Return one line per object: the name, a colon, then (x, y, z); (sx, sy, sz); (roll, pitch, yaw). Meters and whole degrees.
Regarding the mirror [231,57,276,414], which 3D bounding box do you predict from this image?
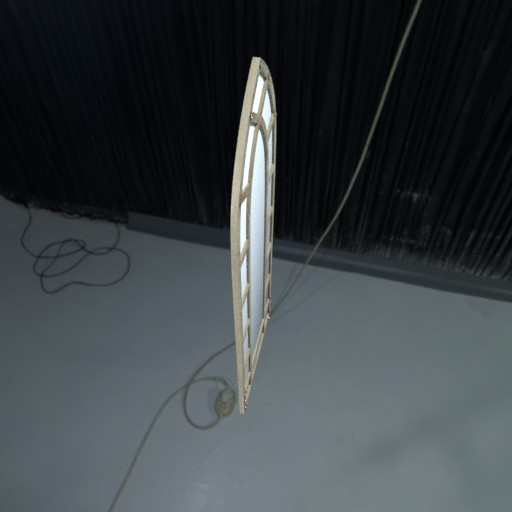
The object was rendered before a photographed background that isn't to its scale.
mirror: (0.000, 0.000, 1.328); (0.025, 1.175, 0.464); (9, 47, 9)
